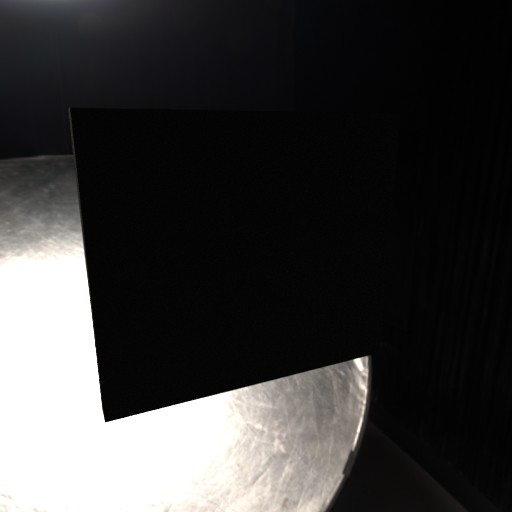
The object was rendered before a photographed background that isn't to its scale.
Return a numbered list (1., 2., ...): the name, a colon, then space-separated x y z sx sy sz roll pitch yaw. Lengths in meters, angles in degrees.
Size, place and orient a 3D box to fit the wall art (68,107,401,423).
1. wall art: 0.000 0.000 0.532 0.381 0.330 0.031 -7 18 -24
